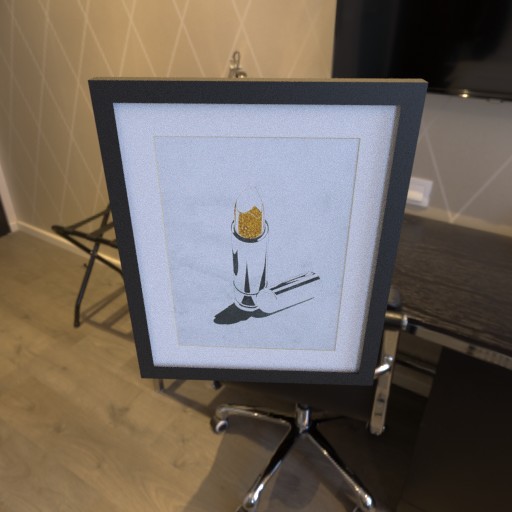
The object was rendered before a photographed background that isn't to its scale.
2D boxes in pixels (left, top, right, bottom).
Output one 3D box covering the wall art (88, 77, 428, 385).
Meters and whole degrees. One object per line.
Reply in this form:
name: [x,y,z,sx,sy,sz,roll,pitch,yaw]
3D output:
wall art: [0.000,0.000,0.747,0.457,0.559,0.029,1,30,2]
